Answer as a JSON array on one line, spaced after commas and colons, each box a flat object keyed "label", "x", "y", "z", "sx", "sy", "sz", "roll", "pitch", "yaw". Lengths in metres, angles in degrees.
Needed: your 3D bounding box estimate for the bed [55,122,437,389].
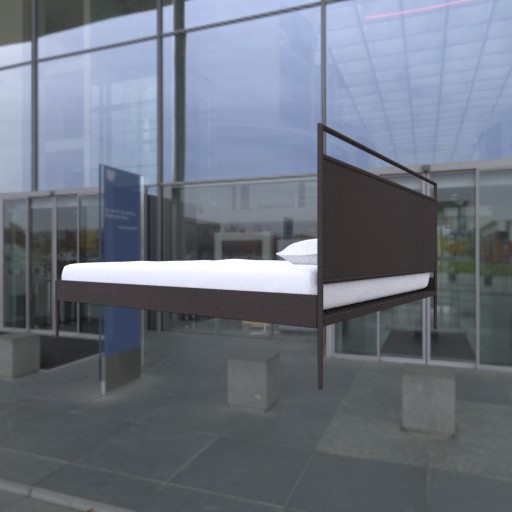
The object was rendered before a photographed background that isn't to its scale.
[{"label": "bed", "x": 0.000, "y": 0.000, "z": 3.378, "sx": 2.151, "sy": 1.173, "sz": 1.993, "roll": 0, "pitch": 0, "yaw": 36}]
